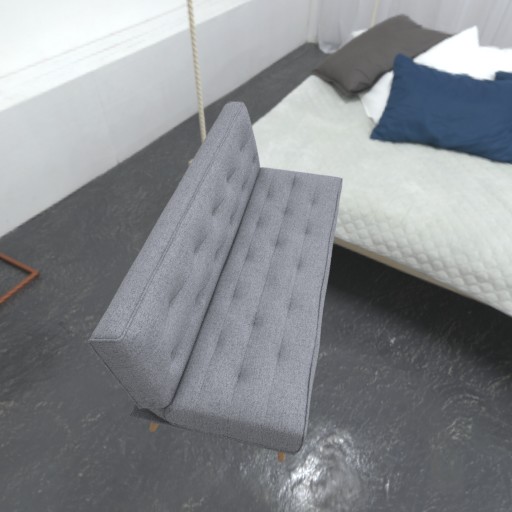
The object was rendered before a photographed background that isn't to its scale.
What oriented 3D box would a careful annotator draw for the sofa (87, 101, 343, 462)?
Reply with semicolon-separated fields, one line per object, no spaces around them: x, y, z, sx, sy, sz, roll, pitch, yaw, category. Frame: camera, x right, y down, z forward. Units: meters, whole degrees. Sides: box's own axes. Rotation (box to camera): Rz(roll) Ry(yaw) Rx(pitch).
0.000;0.000;2.379;0.810;0.830;1.820;9;46;9;sofa
